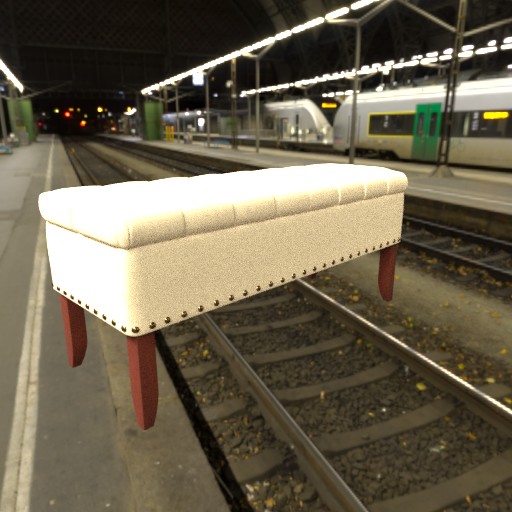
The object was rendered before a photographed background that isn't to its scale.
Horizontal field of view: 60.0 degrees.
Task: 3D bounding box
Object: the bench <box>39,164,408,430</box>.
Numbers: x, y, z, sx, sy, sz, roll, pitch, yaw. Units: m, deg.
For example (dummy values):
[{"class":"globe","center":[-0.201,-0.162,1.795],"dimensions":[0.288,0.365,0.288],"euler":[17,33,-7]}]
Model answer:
[{"class":"bench","center":[0.000,0.000,1.303],"dimensions":[1.054,0.470,0.400],"euler":[-16,22,-43]}]
